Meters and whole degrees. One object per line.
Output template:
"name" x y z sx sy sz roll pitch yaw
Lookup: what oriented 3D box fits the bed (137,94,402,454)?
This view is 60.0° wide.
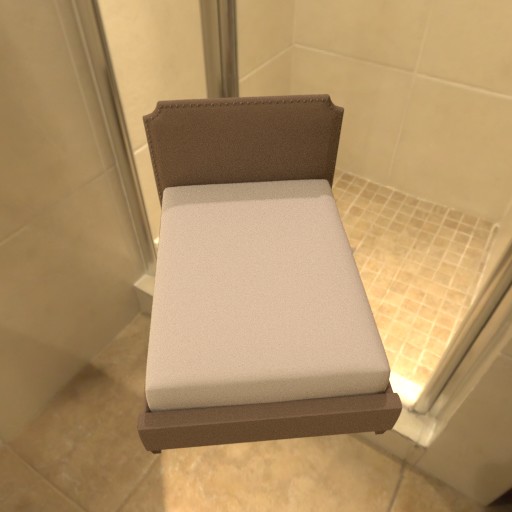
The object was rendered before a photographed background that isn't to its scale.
"bed" 0.000 0.000 3.404 1.713 1.443 2.372 -4 46 -3
